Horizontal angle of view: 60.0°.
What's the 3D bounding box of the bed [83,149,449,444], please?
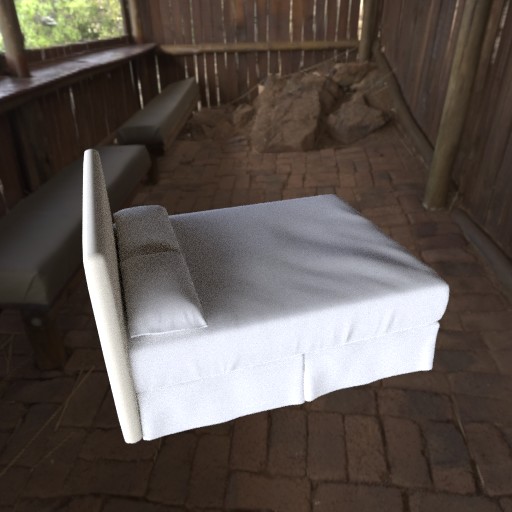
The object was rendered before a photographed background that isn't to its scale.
[{"bbox_3d":[0.000,0.000,3.196,2.147,1.330,1.714,-10,32,-16],"label":"bed"}]
